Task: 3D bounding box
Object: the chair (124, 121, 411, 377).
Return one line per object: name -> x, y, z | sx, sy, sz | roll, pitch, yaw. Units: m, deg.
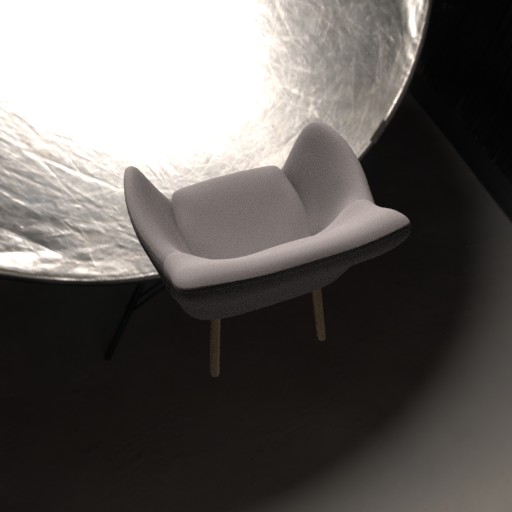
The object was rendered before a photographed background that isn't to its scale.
chair -> 0.000, 0.000, 1.217 | 0.570, 0.830, 0.590 | -16, 59, -10
